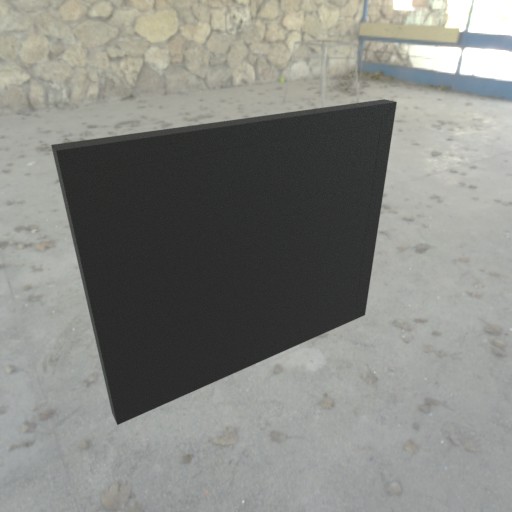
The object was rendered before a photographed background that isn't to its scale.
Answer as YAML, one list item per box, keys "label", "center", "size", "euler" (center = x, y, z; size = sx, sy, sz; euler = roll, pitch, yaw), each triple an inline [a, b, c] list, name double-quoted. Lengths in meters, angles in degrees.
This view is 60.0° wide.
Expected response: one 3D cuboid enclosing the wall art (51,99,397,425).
- label: "wall art"
  center: [0.000, 0.000, 0.758]
  size: [0.558, 0.457, 0.029]
  euler: [-17, 34, -28]
